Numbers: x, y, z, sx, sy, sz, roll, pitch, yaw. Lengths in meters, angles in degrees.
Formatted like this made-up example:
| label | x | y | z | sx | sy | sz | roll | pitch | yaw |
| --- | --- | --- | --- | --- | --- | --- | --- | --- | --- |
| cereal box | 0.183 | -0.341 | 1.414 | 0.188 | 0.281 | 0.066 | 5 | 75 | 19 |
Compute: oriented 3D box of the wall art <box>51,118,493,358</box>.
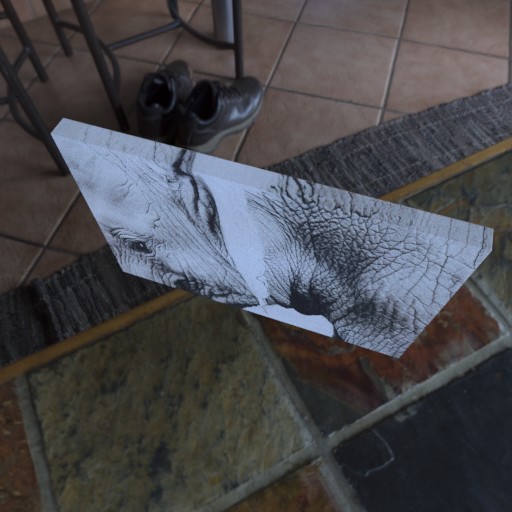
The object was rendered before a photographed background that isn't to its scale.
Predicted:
| label | x | y | z | sx | sy | sz | roll | pitch | yaw |
| --- | --- | --- | --- | --- | --- | --- | --- | --- | --- |
| wall art | 0.000 | 0.000 | 0.768 | 0.613 | 0.407 | 0.035 | 16 | 60 | 10 |
